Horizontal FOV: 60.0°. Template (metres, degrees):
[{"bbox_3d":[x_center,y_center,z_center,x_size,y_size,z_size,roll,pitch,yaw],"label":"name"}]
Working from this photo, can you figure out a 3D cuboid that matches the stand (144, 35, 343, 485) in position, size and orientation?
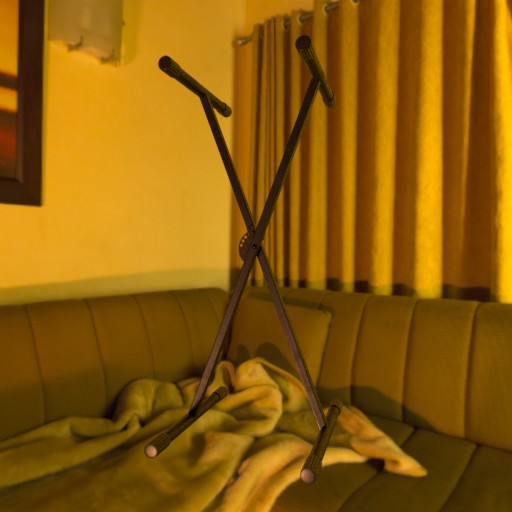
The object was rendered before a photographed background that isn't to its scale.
[{"bbox_3d":[0.000,0.000,1.180,0.409,0.940,0.449,0,1,18],"label":"stand"}]
